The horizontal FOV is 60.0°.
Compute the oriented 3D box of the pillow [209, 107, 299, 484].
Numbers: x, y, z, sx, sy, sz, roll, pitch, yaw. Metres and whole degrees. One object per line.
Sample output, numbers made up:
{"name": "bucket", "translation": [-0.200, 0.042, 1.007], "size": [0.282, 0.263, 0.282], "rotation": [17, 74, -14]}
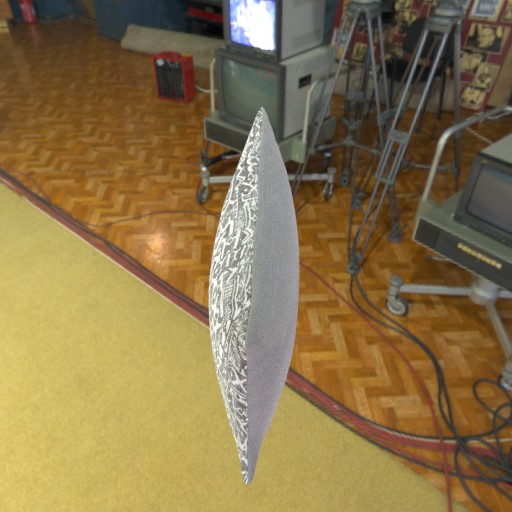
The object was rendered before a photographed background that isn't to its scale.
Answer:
{"name": "pillow", "translation": [0.000, 0.000, 0.754], "size": [0.148, 0.290, 0.631], "rotation": [1, 40, 2]}
